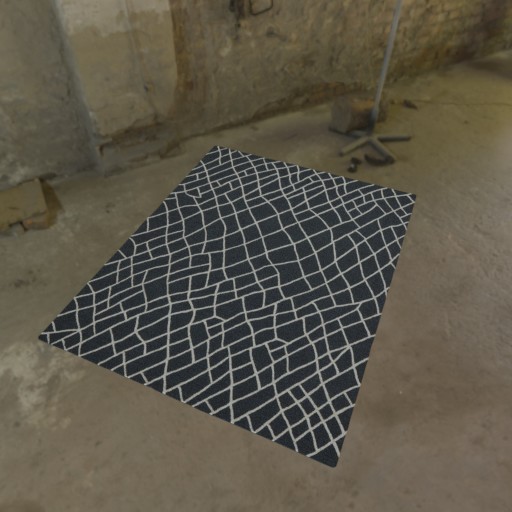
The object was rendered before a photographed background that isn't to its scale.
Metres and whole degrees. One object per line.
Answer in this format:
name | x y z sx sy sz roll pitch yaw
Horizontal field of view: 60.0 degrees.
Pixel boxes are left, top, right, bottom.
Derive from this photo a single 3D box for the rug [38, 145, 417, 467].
rug | 0.000 0.000 4.119 2.439 0.022 3.047 17 48 16
